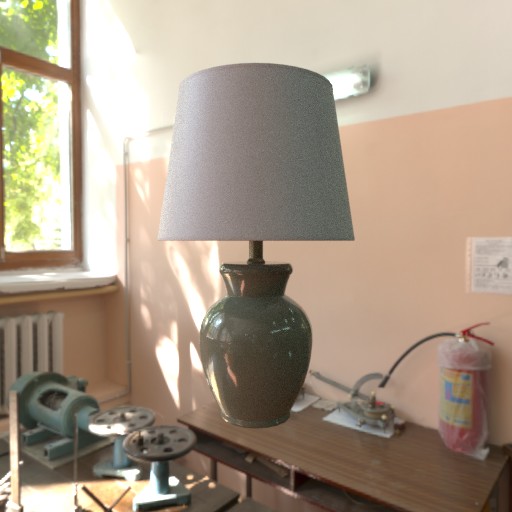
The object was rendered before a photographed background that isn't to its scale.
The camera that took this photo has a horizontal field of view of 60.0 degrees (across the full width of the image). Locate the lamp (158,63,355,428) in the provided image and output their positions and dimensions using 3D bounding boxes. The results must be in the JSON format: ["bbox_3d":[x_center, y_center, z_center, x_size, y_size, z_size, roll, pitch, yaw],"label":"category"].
[{"bbox_3d":[0.000,0.000,0.551,0.239,0.399,0.239,0,2,0],"label":"lamp"}]
